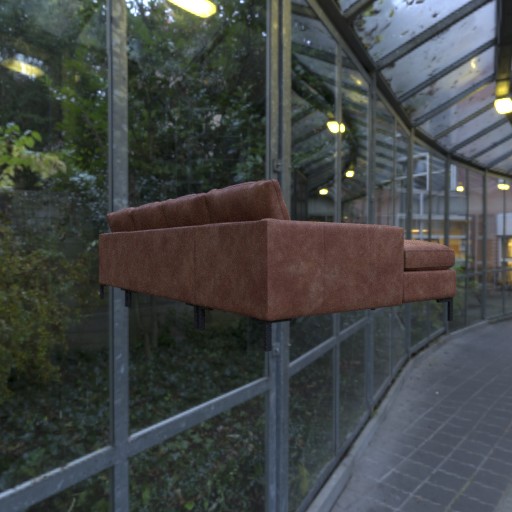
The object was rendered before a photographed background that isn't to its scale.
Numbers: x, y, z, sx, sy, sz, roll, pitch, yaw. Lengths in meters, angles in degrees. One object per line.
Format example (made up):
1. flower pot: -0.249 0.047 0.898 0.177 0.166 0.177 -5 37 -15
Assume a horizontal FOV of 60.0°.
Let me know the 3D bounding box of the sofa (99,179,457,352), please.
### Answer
1. sofa: 0.000 0.000 3.917 1.939 0.900 2.956 -1 1 -35
